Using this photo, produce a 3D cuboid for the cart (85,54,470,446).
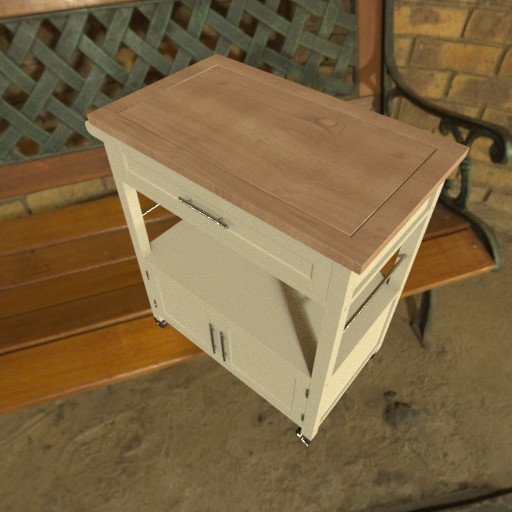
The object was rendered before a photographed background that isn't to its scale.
[{"bbox_3d":[0.000,0.000,1.366,0.840,0.901,0.459,31,54,26],"label":"cart"}]
